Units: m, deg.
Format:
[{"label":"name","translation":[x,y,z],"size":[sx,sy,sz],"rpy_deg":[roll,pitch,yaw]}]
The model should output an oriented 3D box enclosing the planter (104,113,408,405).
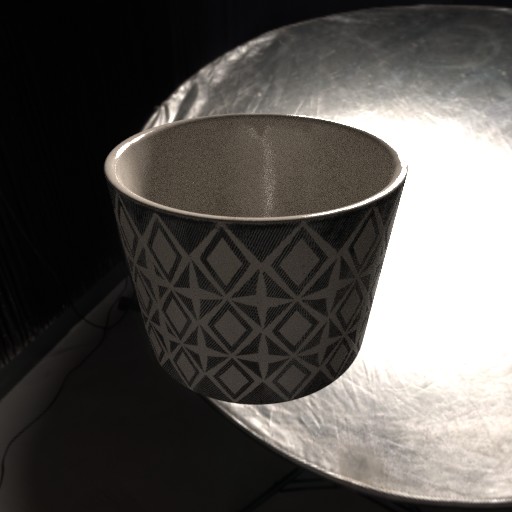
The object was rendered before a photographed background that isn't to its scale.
[{"label":"planter","translation":[0.000,0.000,0.453],"size":[0.260,0.220,0.260],"rpy_deg":[0,33,0]}]
